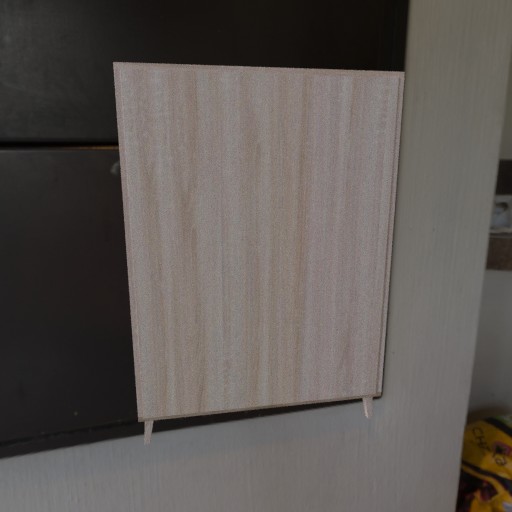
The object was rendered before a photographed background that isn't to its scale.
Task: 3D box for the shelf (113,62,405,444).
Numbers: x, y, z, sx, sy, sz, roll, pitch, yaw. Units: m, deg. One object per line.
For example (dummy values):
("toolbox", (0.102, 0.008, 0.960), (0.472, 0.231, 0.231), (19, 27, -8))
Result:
("shelf", (0.000, 0.000, 1.855), (0.995, 1.405, 0.434), (-3, 14, -10))
